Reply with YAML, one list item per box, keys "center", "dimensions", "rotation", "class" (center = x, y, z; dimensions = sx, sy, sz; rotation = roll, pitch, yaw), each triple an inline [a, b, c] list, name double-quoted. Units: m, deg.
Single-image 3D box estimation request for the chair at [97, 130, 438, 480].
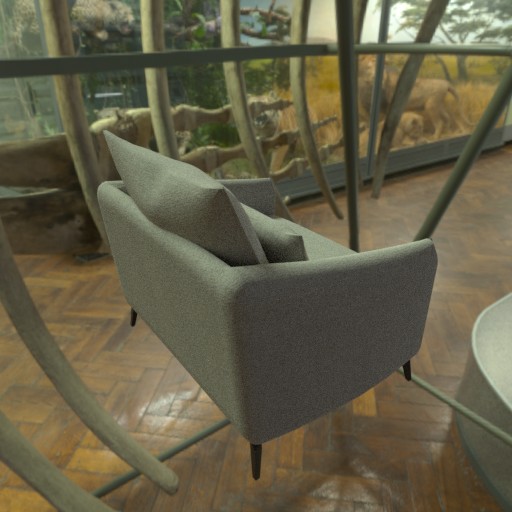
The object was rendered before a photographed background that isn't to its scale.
- center: [0.000, 0.000, 1.597]
  dimensions: [0.801, 0.856, 1.029]
  rotation: [-18, 31, -32]
  class: "chair"
